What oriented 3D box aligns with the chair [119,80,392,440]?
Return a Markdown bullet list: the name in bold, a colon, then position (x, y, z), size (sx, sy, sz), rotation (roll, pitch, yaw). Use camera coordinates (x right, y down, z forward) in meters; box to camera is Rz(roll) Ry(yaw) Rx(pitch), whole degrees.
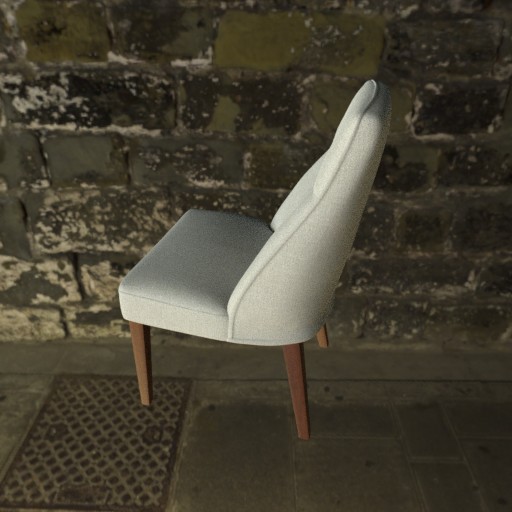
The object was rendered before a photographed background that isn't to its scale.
- **chair**: position (0.000, 0.000, 1.265), size (0.620, 0.930, 0.500), rotation (8, 32, 13)
